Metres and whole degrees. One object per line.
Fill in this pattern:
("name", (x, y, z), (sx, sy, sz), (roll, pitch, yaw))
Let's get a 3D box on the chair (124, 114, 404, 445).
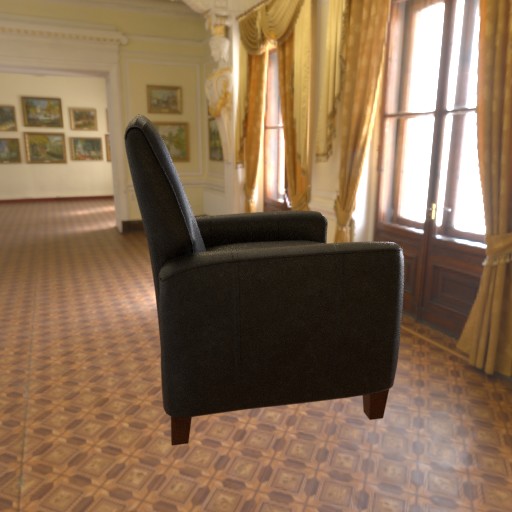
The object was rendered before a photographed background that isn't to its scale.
("chair", (0.000, 0.000, 1.689), (0.864, 1.014, 0.848), (-3, 14, -11))
